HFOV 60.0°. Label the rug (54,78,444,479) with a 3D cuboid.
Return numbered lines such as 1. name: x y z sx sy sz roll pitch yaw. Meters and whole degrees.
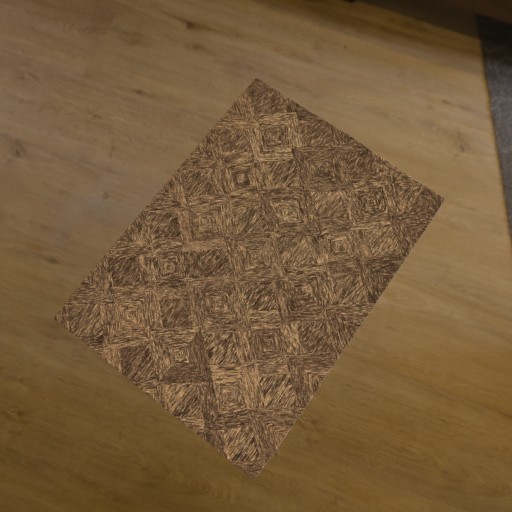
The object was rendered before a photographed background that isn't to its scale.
1. rug: 0.000 0.000 5.442 2.997 0.020 4.093 36 79 8
